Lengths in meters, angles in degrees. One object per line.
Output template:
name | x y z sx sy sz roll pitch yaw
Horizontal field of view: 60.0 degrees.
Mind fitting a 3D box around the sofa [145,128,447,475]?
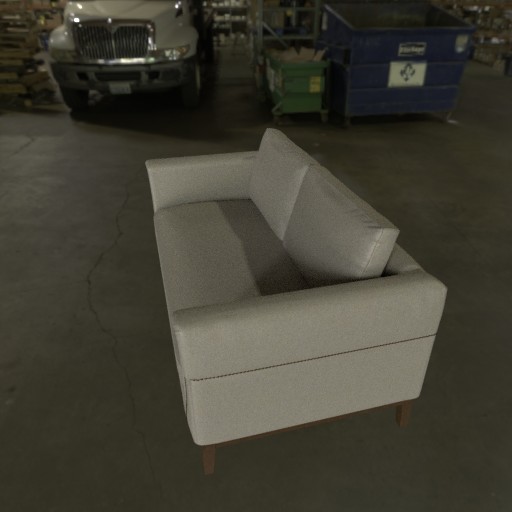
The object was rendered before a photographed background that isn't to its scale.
sofa | 0.000 0.000 2.125 0.899 0.873 1.598 -8 31 -13
